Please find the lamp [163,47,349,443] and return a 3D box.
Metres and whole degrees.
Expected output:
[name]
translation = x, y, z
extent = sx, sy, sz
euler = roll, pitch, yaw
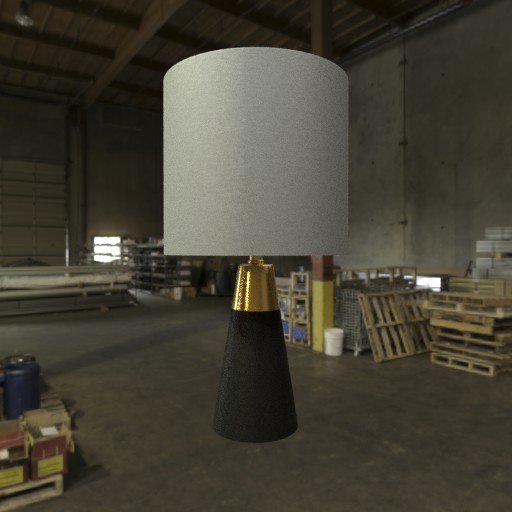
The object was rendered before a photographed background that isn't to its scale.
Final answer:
[lamp]
translation = 0.000, 0.000, 0.757
extent = 0.308, 0.580, 0.308
euler = -1, 1, -36
